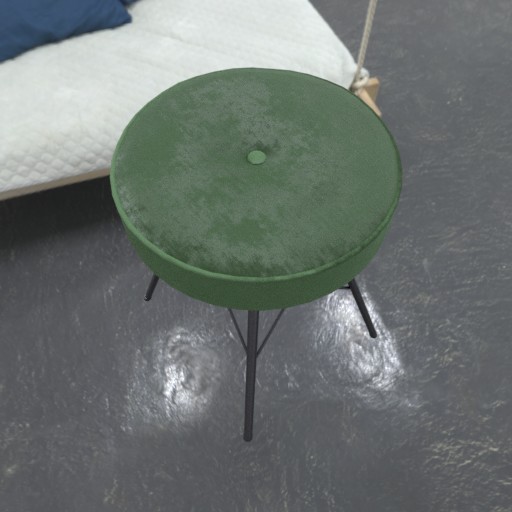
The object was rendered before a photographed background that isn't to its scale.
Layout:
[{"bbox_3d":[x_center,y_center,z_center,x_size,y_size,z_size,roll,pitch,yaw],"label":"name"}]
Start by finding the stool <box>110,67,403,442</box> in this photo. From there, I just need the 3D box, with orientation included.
[{"bbox_3d":[0.000,0.000,0.890,0.430,0.595,0.457,-33,64,-19],"label":"stool"}]
